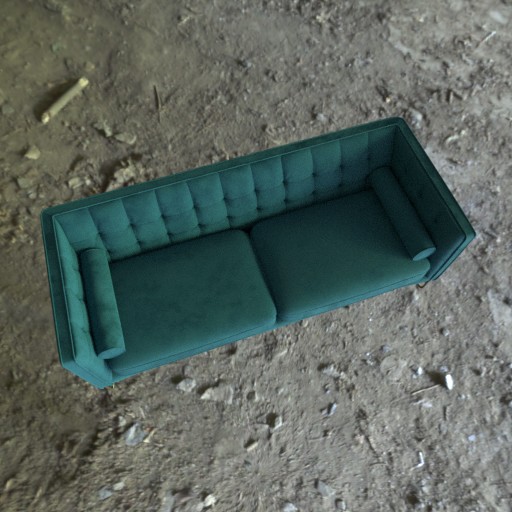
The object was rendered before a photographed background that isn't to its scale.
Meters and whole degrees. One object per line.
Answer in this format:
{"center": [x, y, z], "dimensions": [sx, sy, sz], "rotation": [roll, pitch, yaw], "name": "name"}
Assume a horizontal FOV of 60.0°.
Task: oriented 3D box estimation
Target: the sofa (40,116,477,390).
{"center": [0.000, 0.000, 2.570], "dimensions": [2.087, 0.789, 0.867], "rotation": [-17, 65, -8], "name": "sofa"}
